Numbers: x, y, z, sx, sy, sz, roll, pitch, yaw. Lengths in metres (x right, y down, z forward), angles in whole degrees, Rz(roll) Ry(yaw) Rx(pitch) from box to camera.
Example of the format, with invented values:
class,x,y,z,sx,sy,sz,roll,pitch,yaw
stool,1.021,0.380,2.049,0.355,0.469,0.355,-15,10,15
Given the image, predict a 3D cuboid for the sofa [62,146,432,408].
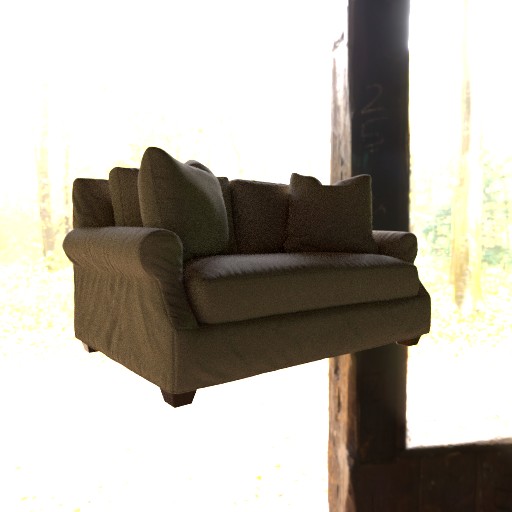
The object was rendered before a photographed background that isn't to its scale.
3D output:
class,x,y,z,sx,sy,sz,roll,pitch,yaw
sofa,0.000,0.000,2.158,1.550,0.905,1.070,-2,3,-38
